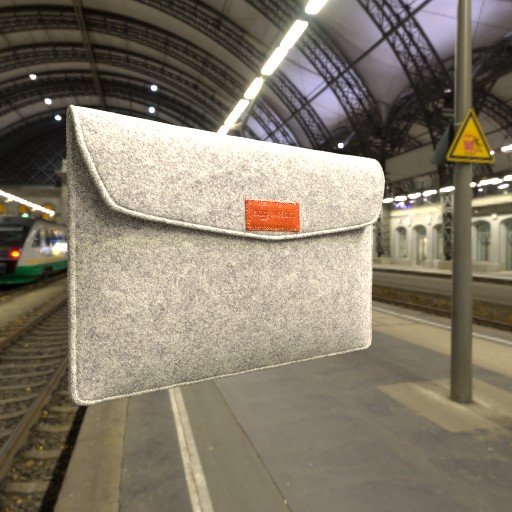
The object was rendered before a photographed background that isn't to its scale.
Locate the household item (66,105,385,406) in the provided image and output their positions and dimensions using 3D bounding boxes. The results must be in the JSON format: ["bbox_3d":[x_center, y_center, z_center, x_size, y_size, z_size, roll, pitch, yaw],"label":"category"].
[{"bbox_3d":[0.000,0.000,0.420,0.335,0.221,0.057,-1,1,-36],"label":"household item"}]
